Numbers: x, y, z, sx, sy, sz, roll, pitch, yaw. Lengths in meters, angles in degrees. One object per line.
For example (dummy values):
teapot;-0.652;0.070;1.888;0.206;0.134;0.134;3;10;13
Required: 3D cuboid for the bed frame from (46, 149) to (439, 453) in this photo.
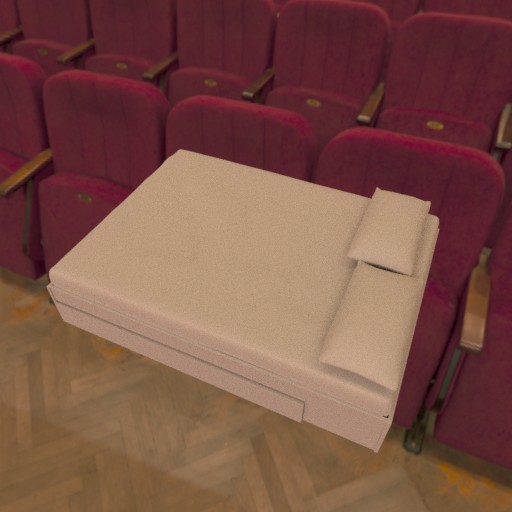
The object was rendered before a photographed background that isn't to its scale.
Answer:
bed frame;0.000;0.000;2.690;1.950;0.629;1.450;18;48;17
